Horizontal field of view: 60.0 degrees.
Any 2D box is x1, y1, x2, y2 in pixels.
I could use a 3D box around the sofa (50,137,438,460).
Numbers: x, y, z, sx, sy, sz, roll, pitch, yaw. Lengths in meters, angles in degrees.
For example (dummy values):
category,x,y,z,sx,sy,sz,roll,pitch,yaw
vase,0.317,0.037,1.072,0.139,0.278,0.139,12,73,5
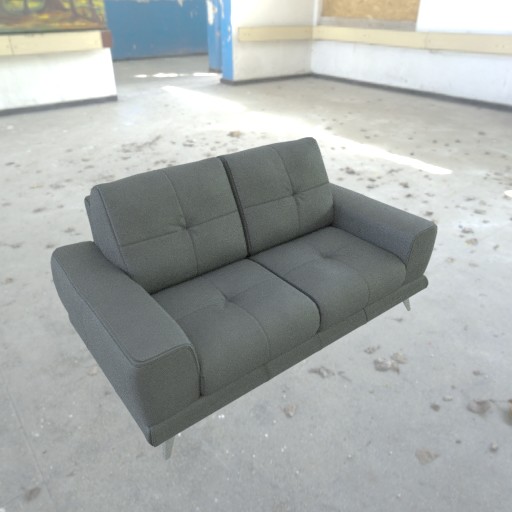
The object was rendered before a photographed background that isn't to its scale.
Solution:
category,x,y,z,sx,sy,sz,roll,pitch,yaw
sofa,0.000,0.000,2.306,1.806,0.907,1.018,-21,36,-32
